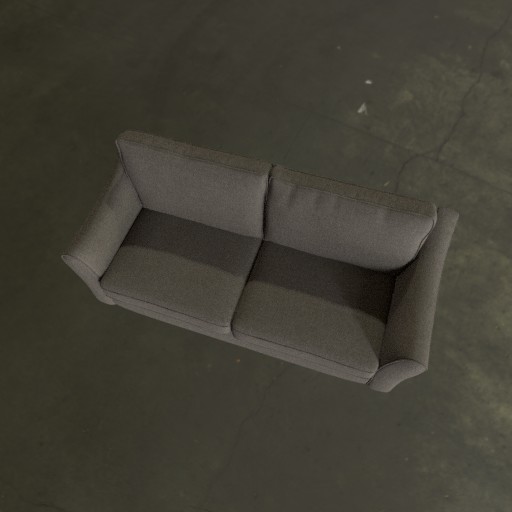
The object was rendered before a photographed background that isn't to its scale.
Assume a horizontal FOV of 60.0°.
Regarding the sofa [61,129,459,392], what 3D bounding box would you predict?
[{"bbox_3d":[0.000,0.000,2.793,2.203,0.976,1.013,16,60,10],"label":"sofa"}]
